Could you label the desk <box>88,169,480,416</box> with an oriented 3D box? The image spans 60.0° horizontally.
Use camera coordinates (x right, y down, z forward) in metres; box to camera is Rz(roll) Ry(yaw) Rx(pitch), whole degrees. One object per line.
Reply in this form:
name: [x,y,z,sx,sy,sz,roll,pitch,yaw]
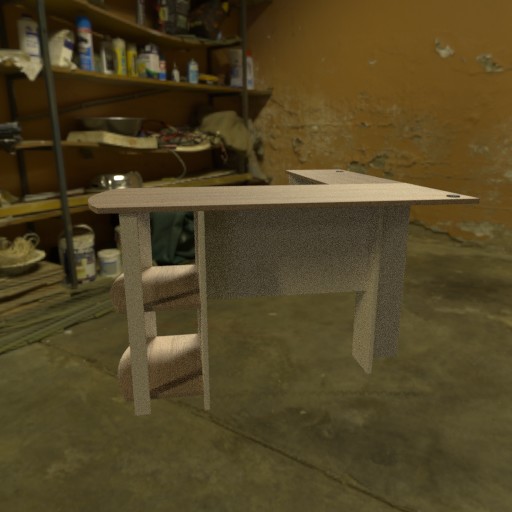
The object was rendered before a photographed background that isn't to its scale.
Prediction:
desk: [0.000,0.000,2.131,1.303,0.716,1.361,-3,15,-9]
